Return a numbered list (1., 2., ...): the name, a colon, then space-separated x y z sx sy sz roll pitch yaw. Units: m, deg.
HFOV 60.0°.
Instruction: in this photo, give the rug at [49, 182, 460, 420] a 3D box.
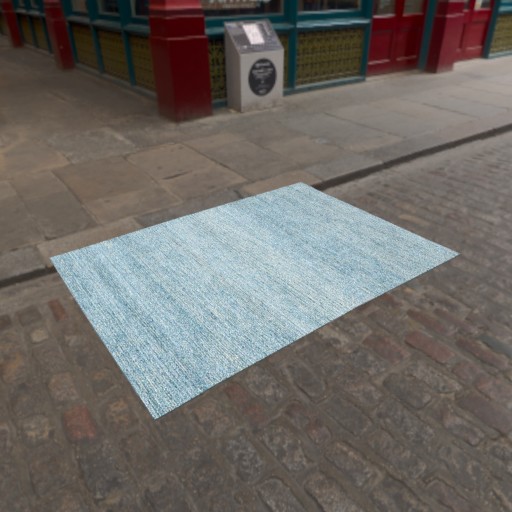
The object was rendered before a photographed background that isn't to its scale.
1. rug: 0.000 0.000 2.980 2.260 0.026 1.611 -21 37 -30
